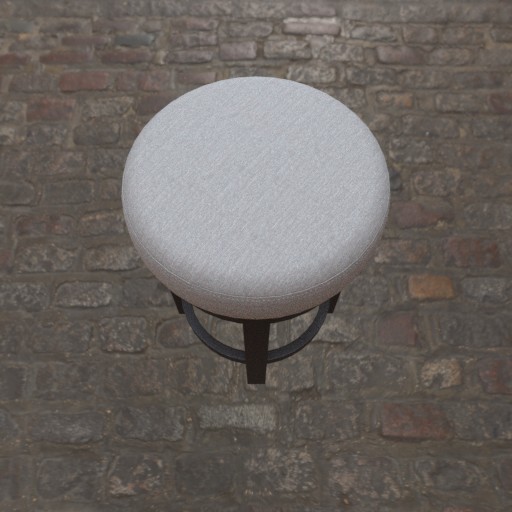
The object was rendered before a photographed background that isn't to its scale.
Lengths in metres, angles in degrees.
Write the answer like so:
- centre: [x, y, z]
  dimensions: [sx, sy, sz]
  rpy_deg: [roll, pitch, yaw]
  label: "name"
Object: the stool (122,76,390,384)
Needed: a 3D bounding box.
- centre: [0.000, 0.000, 0.984]
  dimensions: [0.443, 0.672, 0.443]
  rpy_deg: [0, 64, 0]
  label: "stool"
